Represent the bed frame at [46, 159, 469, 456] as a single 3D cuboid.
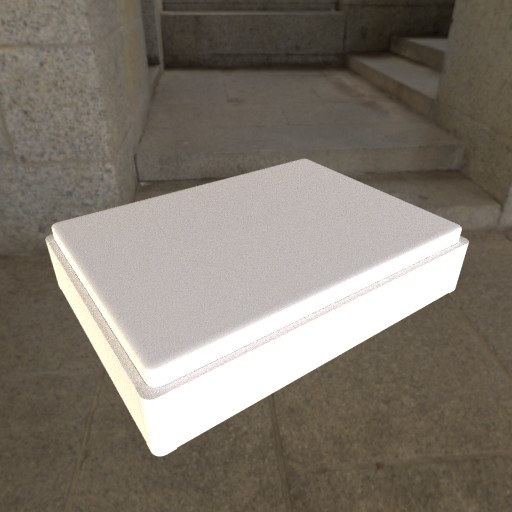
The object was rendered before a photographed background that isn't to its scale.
[{"bbox_3d":[0.000,0.000,2.500,1.900,0.406,1.400,-20,37,-29],"label":"bed frame"}]
